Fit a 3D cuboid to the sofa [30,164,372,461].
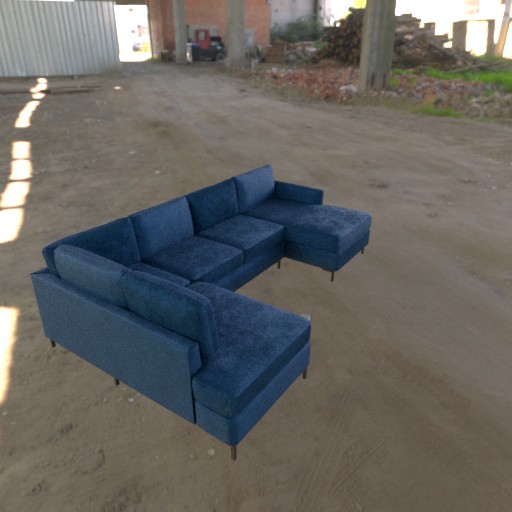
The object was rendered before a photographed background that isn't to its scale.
[{"bbox_3d":[0.000,0.000,4.350,2.055,0.992,3.434,17,30,31],"label":"sofa"}]
